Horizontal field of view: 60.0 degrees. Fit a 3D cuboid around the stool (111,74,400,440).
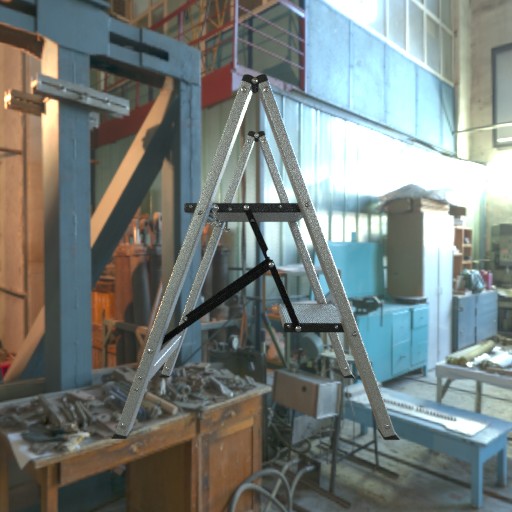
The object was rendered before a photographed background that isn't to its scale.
[{"bbox_3d":[0.000,0.000,1.029,0.535,0.670,0.440,0,1,0],"label":"stool"}]
